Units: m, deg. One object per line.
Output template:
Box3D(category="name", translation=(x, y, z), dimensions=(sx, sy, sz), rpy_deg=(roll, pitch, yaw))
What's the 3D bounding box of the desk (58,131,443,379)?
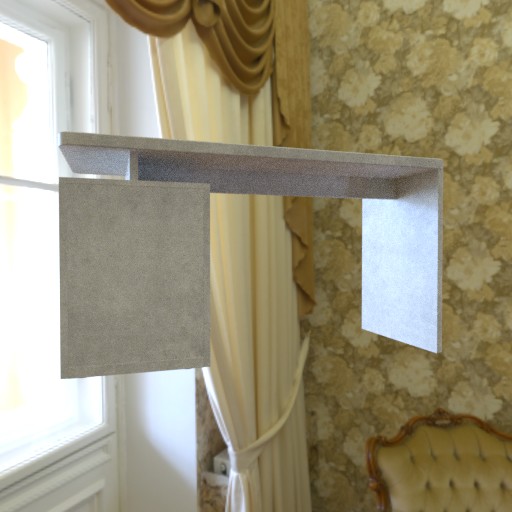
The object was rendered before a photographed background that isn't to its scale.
Box3D(category="desk", translation=(0.000, 0.000, 1.775), dimensions=(1.400, 0.755, 0.550), rpy_deg=(0, 1, -18))
